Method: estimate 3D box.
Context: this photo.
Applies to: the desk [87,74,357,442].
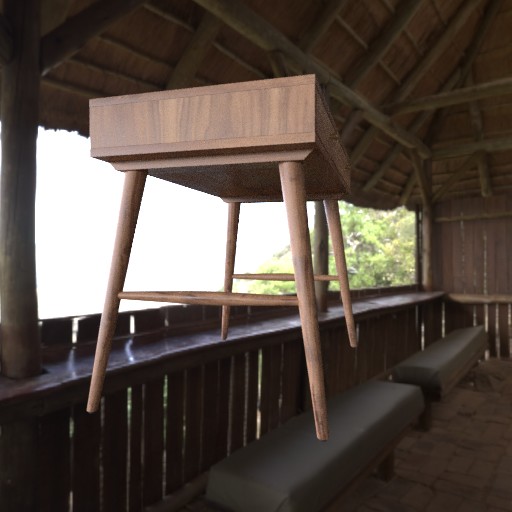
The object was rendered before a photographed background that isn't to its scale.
[{"bbox_3d":[0.000,0.000,1.441,0.588,0.758,0.949,0,1,16],"label":"desk"}]
